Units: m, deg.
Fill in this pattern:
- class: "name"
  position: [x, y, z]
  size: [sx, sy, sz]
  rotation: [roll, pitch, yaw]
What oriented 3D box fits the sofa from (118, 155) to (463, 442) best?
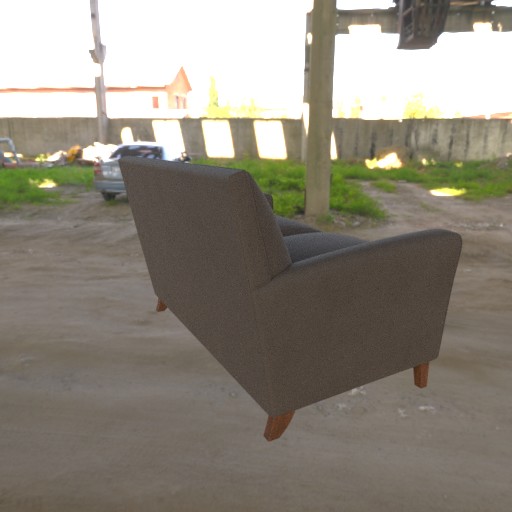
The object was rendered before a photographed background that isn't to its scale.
- class: "sofa"
  position: [0.000, 0.000, 1.967]
  size: [0.871, 0.846, 1.420]
  rotation: [-8, 16, -27]
